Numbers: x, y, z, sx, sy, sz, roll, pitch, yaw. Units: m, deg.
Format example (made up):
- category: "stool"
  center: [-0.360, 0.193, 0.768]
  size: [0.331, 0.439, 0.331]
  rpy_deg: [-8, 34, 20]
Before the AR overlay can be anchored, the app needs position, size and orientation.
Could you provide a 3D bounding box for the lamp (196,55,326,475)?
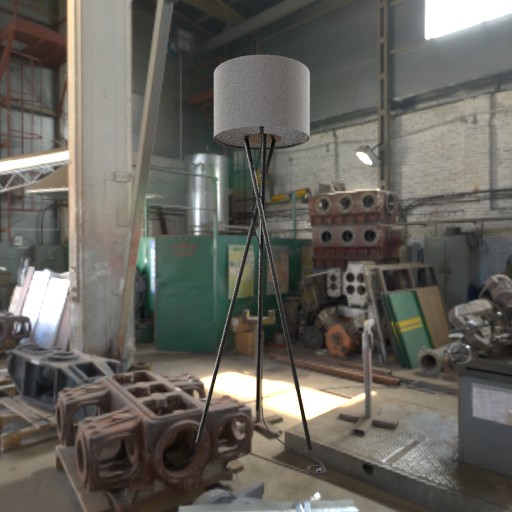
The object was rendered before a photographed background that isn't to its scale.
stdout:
- category: "lamp"
  center: [0.000, 0.000, 1.967]
  size: [0.522, 1.624, 0.667]
  rpy_deg: [0, 1, -1]
